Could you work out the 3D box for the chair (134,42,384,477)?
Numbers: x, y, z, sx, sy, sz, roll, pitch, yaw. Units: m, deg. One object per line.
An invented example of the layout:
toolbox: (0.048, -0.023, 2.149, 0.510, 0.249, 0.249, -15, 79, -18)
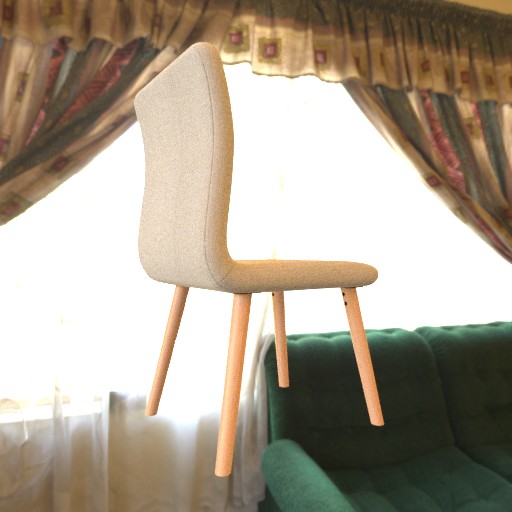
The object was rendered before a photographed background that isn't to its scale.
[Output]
chair: (0.000, 0.000, 1.195, 0.550, 0.885, 0.435, 0, 0, -34)
